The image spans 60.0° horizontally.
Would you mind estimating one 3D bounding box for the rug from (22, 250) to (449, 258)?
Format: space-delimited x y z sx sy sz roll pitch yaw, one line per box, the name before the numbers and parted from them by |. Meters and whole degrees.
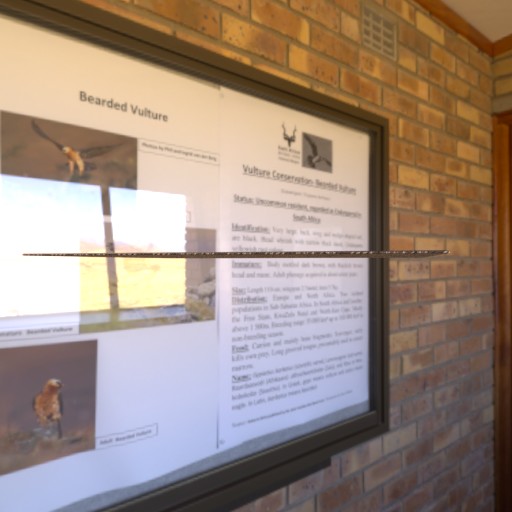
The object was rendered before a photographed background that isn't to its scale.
rug | 0.000 0.000 3.904 2.902 0.017 2.305 0 -1 17
